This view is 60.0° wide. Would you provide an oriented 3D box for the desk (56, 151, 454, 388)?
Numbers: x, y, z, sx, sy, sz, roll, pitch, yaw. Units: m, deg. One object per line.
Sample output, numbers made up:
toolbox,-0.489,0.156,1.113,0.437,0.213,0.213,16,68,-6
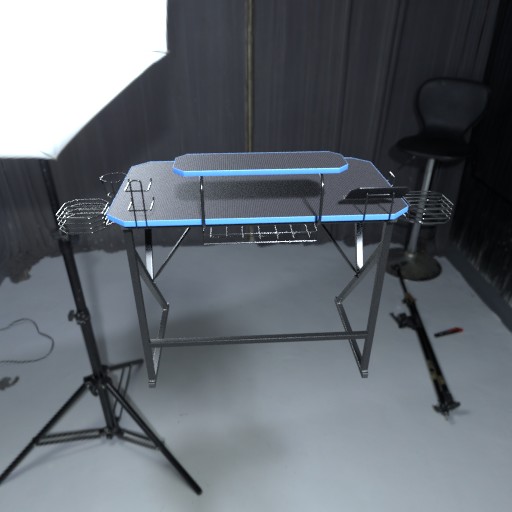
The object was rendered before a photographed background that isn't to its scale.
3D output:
desk,0.000,0.000,1.752,1.295,0.909,0.594,-2,31,-3
